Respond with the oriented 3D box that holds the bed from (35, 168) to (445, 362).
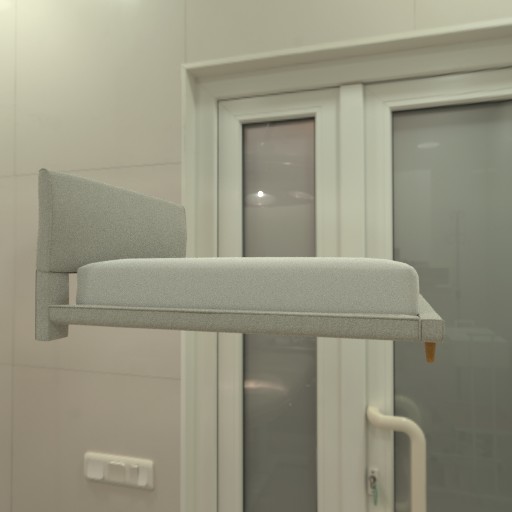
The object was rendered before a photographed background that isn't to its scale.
[{"bbox_3d":[0.000,0.000,3.236,2.368,1.067,1.840,0,-1,17],"label":"bed"}]
